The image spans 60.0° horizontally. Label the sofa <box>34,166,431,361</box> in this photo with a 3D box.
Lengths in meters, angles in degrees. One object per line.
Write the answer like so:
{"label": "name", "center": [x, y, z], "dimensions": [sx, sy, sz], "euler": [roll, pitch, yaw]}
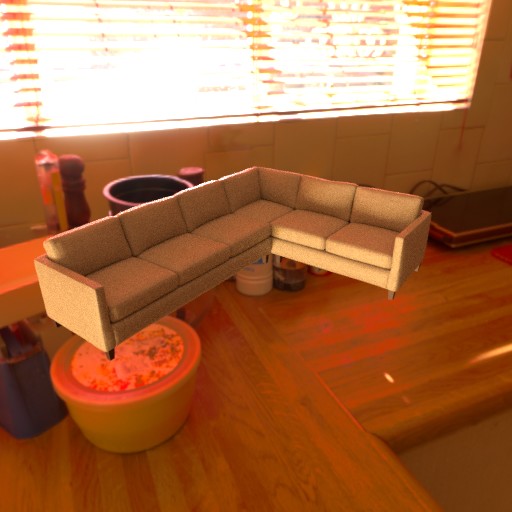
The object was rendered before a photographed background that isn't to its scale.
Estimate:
{"label": "sofa", "center": [0.000, 0.000, 4.529], "dimensions": [2.522, 0.934, 3.333], "euler": [18, 31, 32]}
